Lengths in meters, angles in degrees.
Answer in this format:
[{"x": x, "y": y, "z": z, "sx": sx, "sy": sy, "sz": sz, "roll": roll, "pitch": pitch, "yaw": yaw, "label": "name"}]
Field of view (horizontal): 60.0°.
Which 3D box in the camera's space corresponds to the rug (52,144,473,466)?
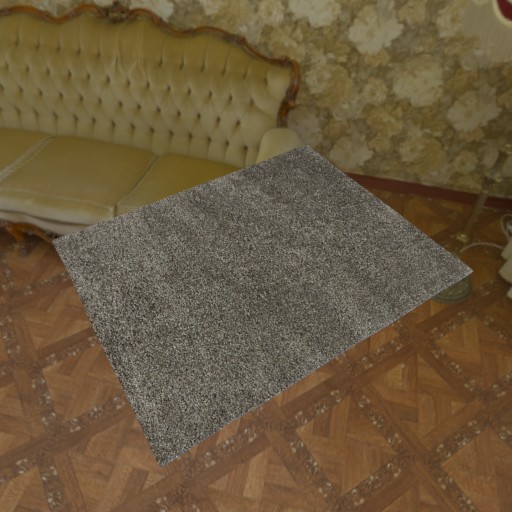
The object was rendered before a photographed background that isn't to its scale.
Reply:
[{"x": 0.000, "y": 0.000, "z": 4.023, "sx": 3.000, "sy": 0.025, "sz": 2.401, "roll": -25, "pitch": 52, "yaw": -22, "label": "rug"}]
